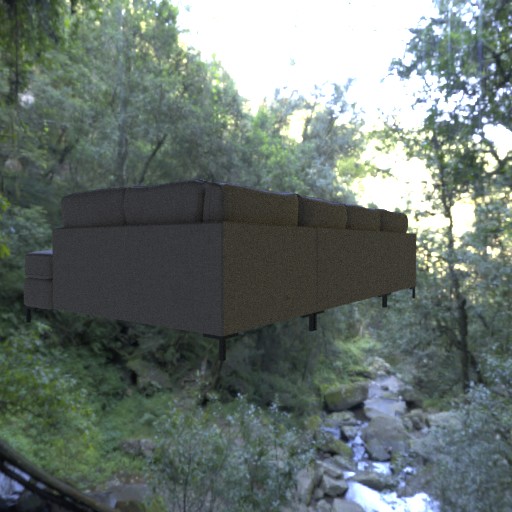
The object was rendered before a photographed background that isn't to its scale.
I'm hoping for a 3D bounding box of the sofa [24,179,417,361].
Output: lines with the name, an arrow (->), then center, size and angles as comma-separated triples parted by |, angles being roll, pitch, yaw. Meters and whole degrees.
sofa -> 0.000, 0.000, 4.226 | 2.021, 0.996, 3.423 | 1, 2, 36
